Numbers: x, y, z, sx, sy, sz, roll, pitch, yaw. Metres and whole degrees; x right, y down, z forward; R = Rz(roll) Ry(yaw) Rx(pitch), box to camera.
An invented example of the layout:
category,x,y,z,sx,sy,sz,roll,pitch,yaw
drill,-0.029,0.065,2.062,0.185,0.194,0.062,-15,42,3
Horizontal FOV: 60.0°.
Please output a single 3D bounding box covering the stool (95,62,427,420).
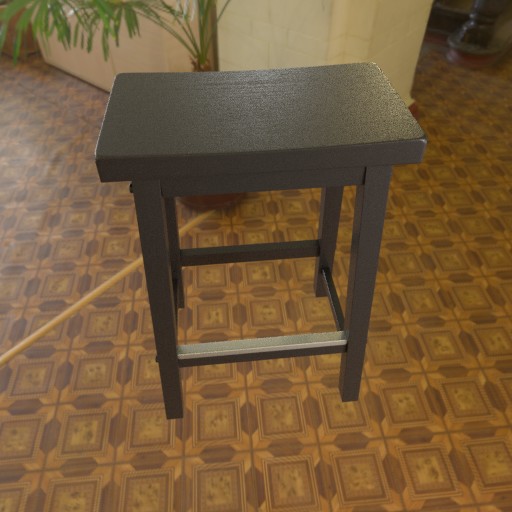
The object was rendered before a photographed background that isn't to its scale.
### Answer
category,x,y,z,sx,sy,sz,roll,pitch,yaw
stool,0.000,0.000,0.828,0.406,0.610,0.322,-4,46,-4
